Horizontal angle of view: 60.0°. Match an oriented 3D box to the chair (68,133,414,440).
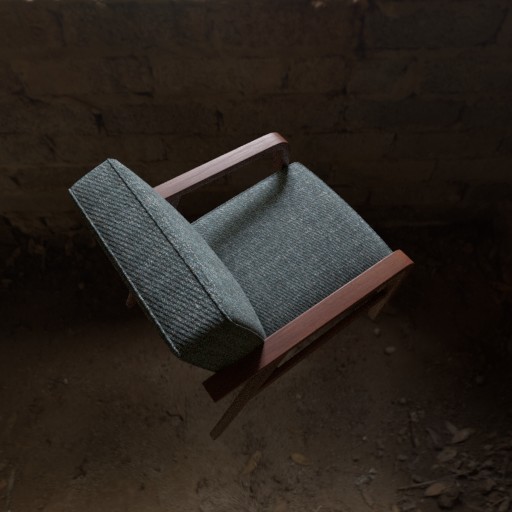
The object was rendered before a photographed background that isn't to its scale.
[{"bbox_3d":[0.000,0.000,1.533,0.889,0.864,0.719,-32,65,-17],"label":"chair"}]
